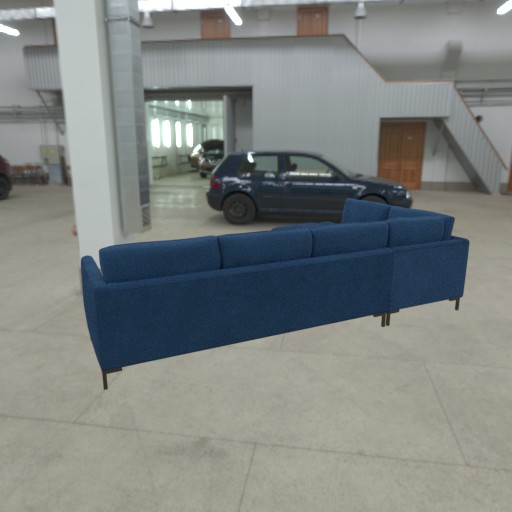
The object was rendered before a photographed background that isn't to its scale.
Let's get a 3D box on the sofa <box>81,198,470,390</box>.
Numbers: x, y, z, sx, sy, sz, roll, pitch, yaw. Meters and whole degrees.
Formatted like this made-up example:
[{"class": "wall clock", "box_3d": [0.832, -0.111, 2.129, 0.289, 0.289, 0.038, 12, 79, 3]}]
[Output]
[{"class": "sofa", "box_3d": [0.000, 0.000, 3.891, 2.949, 0.815, 2.007, -7, 16, -25]}]
